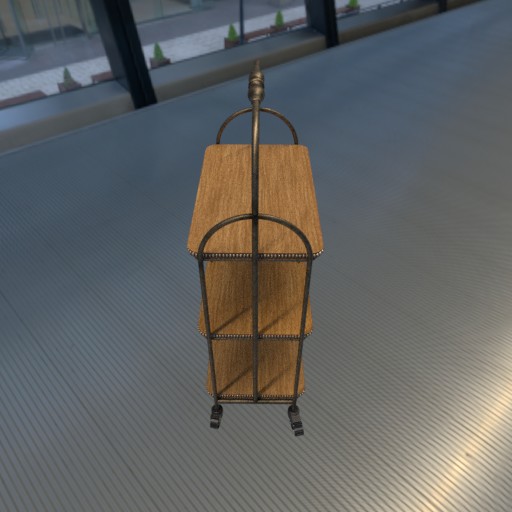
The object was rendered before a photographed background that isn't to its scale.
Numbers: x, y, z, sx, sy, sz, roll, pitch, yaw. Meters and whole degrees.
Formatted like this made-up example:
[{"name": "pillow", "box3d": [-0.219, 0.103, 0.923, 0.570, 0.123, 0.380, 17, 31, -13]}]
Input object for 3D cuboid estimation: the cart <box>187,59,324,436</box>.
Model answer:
[{"name": "cart", "box3d": [0.000, 0.000, 1.354, 0.330, 1.052, 0.650, 0, 42, 0]}]
